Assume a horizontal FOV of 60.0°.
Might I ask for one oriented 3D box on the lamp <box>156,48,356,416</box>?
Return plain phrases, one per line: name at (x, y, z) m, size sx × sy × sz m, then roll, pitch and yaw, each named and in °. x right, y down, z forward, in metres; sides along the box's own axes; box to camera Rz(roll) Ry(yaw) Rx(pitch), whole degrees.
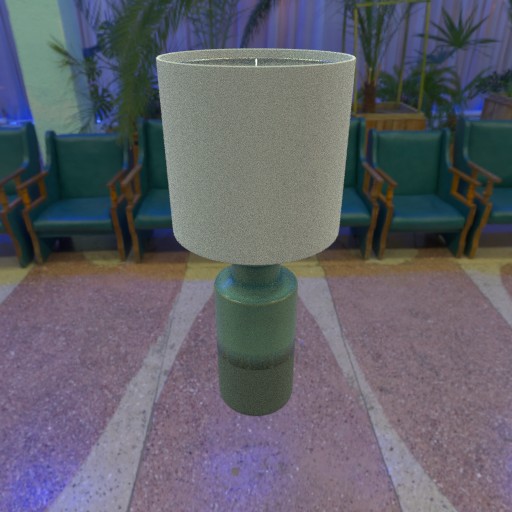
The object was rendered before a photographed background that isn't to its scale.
lamp at (0.000, 0.000, 0.597) m, size 0.212 × 0.493 × 0.212 m, roll 0°, pitch 29°, yaw 0°
